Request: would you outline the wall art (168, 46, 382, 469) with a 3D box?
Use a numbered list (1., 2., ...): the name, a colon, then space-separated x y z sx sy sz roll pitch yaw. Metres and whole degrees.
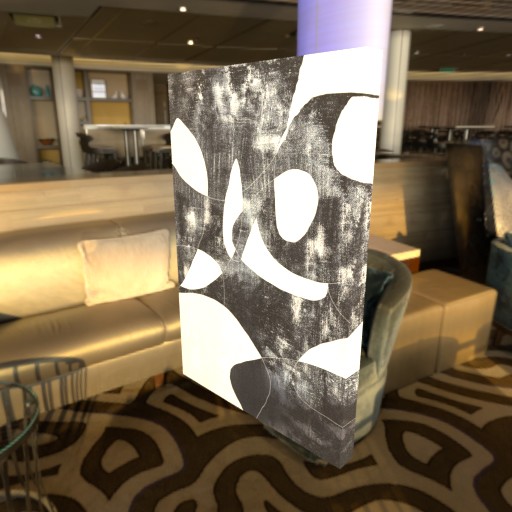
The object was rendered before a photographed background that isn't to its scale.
1. wall art: 0.000 0.000 0.762 0.407 0.610 0.039 15 22 42
